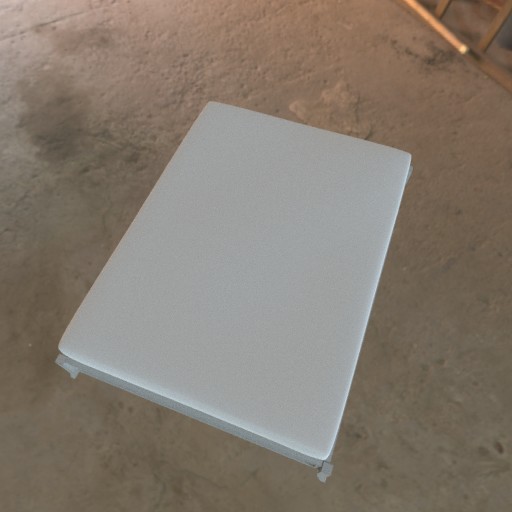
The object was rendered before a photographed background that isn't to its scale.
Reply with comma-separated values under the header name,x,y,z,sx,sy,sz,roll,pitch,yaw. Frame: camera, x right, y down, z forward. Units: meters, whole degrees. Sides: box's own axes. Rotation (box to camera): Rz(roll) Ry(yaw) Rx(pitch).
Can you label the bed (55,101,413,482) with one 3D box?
name,x,y,z,sx,sy,sz,roll,pitch,yaw
bed,0.000,0.000,2.809,1.604,0.510,2.108,18,62,10
